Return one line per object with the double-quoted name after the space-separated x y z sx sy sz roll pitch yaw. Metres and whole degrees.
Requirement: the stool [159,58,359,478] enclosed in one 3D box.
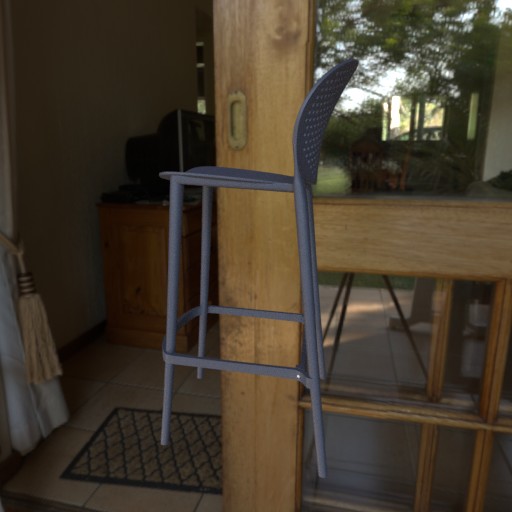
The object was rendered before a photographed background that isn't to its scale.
0.000 0.000 1.315 0.535 1.045 0.536 2 14 8 "stool"
